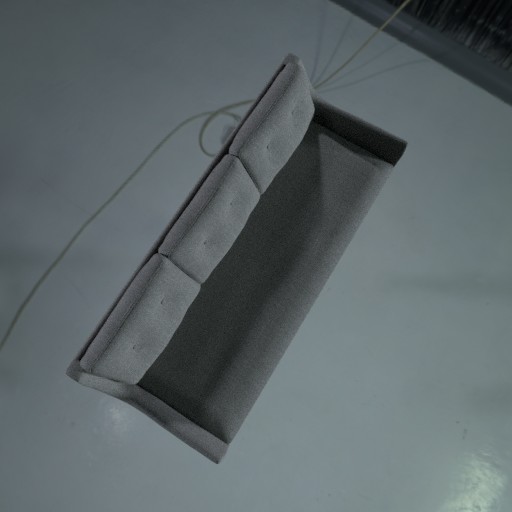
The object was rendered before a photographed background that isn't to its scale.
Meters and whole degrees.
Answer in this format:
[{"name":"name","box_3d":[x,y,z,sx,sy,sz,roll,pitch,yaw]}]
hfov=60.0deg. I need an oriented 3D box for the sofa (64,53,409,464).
[{"name":"sofa","box_3d":[0.000,0.000,2.524,0.849,0.837,2.060,31,78,7]}]
